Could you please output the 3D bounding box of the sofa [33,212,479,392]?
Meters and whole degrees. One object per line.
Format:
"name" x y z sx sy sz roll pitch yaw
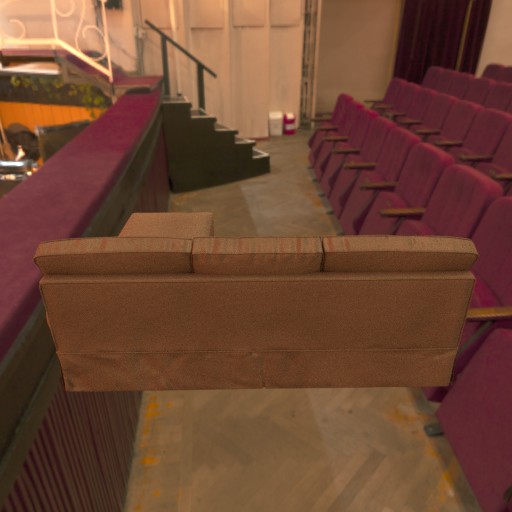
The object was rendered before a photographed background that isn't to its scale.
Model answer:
"sofa" 0.000 0.000 3.278 2.475 0.978 1.733 -1 27 -1
